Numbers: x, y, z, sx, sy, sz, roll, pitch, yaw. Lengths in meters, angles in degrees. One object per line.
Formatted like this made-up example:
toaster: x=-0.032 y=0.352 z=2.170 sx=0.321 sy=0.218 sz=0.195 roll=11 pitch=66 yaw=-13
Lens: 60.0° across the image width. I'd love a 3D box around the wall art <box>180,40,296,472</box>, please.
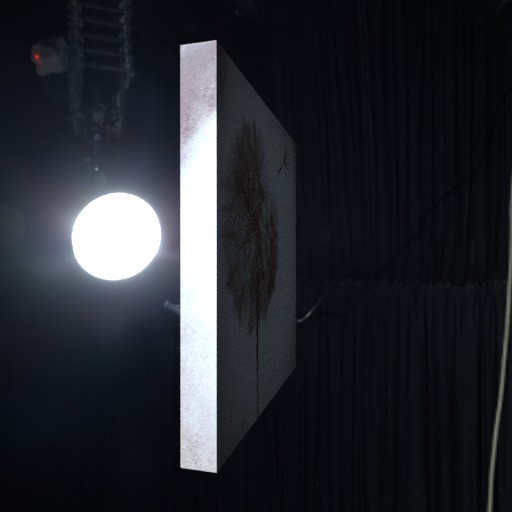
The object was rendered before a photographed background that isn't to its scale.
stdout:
wall art: x=0.000 y=0.000 z=0.460 sx=0.028 sy=0.303 sz=0.303 roll=0 pitch=0 yaw=16
